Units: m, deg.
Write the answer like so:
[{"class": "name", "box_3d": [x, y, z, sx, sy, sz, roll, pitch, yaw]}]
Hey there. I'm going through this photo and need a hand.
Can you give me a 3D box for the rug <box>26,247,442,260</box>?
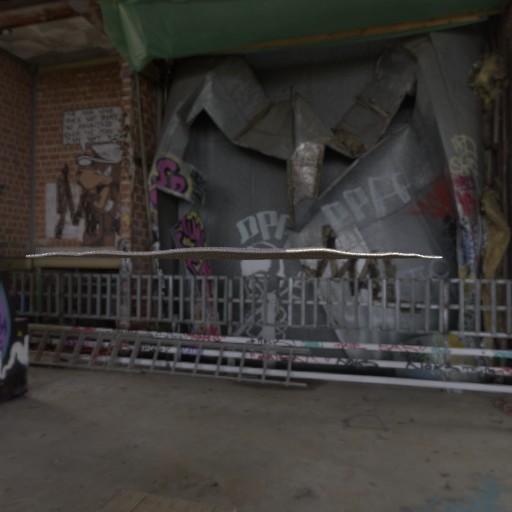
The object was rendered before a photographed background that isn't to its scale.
[{"class": "rug", "box_3d": [0.000, 0.000, 0.876, 0.551, 0.008, 0.642, -1, -1, 36]}]
